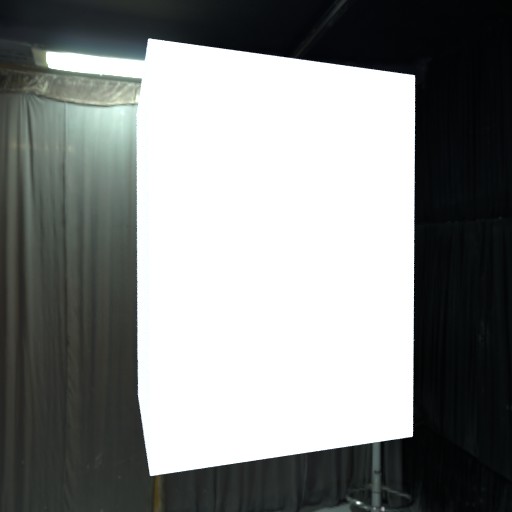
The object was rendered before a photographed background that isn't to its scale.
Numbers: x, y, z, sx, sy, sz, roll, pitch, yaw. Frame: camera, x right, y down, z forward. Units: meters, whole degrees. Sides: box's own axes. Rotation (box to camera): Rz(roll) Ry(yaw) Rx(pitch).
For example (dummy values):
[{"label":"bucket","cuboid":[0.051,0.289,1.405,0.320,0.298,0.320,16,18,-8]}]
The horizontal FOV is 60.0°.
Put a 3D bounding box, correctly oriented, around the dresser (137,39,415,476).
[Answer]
[{"label":"dresser","cuboid":[0.000,0.000,0.799,0.400,0.560,0.360,0,1,-17]}]
